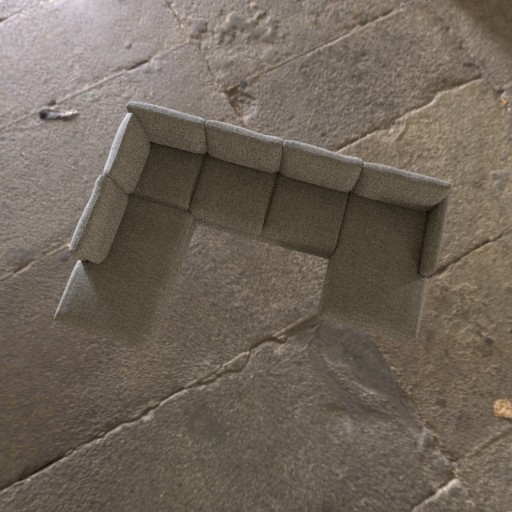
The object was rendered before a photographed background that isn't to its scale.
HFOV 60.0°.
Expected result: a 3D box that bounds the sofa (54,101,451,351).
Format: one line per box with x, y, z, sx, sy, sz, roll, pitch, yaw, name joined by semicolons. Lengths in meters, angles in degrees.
0.000;0.000;3.526;2.737;0.756;1.879;15;76;4;sofa
